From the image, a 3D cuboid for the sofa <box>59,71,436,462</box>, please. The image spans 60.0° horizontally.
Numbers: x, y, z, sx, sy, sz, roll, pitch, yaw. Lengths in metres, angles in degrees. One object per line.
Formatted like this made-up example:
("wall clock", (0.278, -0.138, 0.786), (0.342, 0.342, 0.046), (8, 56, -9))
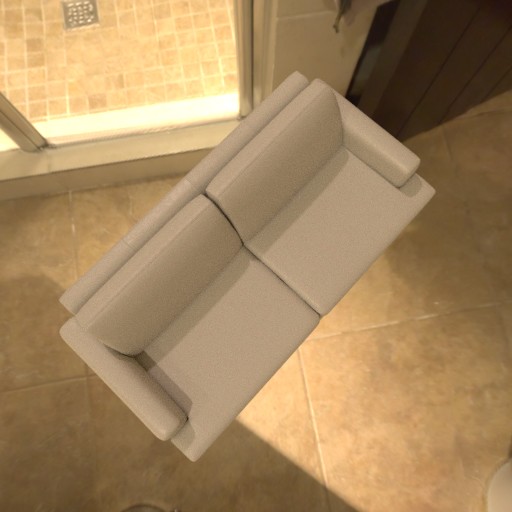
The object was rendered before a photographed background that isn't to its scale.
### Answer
("sofa", (0.000, 0.000, 2.365), (0.974, 0.765, 1.940), (42, 80, 9))
